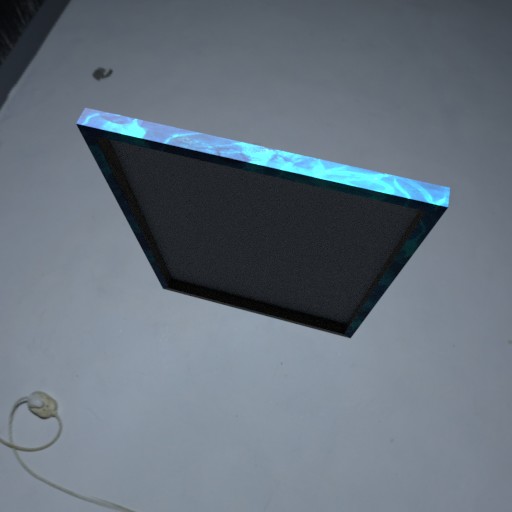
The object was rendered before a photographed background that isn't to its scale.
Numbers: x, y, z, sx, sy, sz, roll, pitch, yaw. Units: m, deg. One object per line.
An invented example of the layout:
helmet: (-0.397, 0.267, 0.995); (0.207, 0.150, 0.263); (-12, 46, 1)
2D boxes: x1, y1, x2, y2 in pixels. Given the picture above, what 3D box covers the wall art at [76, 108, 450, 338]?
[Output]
wall art: (0.000, 0.000, 1.051); (0.609, 0.760, 0.038); (14, 66, 7)
